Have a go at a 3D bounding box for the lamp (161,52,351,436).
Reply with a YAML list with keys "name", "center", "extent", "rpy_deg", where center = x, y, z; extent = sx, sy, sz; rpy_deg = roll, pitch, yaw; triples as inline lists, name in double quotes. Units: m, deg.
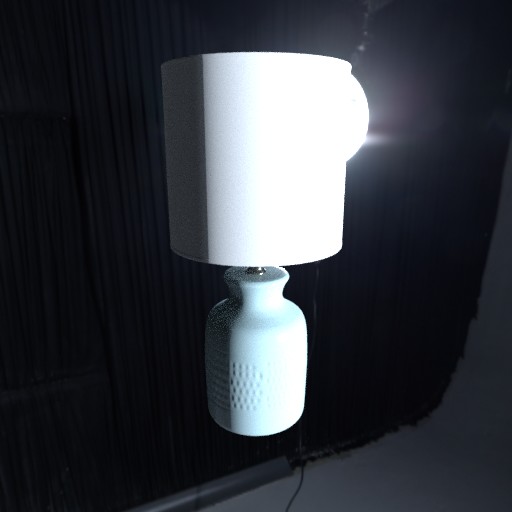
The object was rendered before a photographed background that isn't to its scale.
- name: "lamp"
  center: [0.000, 0.000, 1.108]
  extent: [0.418, 0.871, 0.418]
  rpy_deg: [-7, 17, -25]
